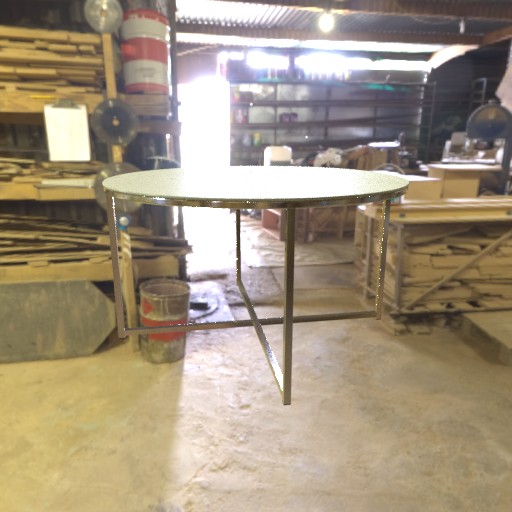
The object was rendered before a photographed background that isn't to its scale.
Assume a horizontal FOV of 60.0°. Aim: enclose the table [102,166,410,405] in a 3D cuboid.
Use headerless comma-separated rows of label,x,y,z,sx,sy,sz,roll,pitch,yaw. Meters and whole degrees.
table,0.000,0.000,1.277,0.800,0.450,0.800,0,16,0
